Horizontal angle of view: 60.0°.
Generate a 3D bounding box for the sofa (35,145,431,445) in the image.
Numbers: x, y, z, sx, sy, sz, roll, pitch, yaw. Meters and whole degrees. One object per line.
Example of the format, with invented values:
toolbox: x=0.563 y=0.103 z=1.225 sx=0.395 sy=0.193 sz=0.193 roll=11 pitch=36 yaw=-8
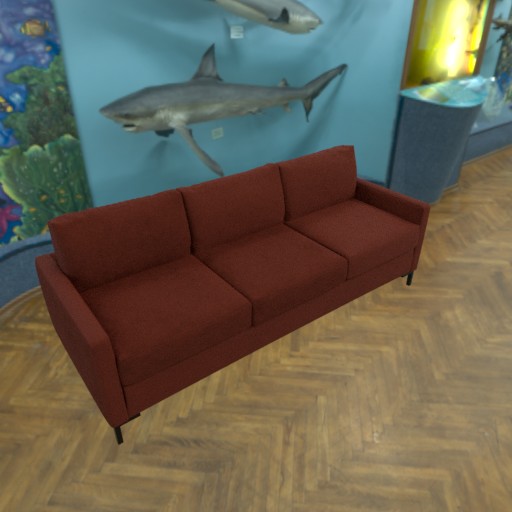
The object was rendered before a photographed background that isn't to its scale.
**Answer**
sofa: x=0.000 y=0.000 z=2.653 sx=2.252 sy=0.879 sz=0.875 roll=-21 pitch=36 yaw=-31
